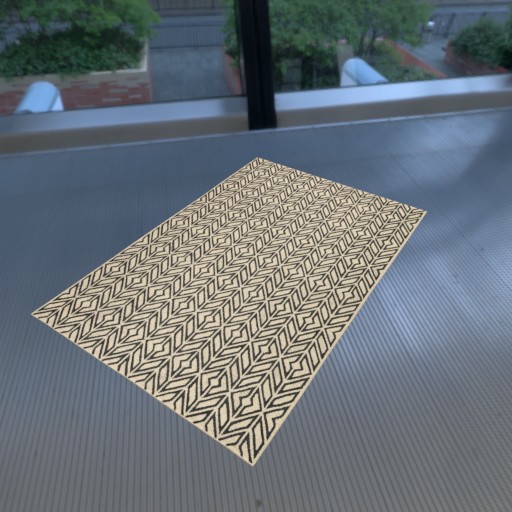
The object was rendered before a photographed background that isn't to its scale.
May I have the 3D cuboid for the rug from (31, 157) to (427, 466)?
[{"bbox_3d":[0.000,0.000,2.321,1.220,0.007,1.828,24,45,26],"label":"rug"}]
